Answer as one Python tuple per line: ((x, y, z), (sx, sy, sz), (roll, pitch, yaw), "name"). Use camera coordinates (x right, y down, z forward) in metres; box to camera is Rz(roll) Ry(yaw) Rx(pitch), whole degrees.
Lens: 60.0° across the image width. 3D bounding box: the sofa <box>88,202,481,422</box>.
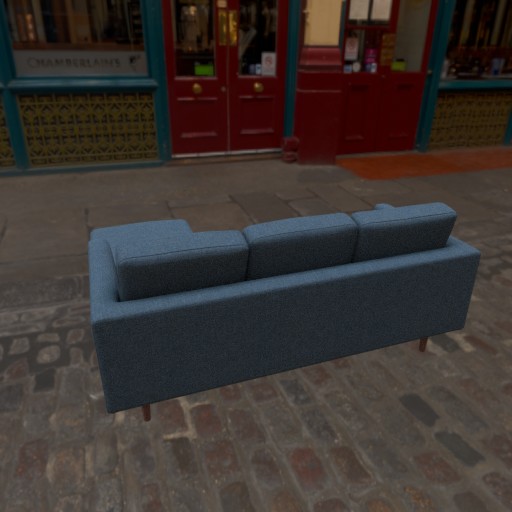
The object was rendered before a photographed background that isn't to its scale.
((0.000, 0.000, 2.927), (2.055, 0.957, 1.667), (-9, 26, -18), "sofa")
